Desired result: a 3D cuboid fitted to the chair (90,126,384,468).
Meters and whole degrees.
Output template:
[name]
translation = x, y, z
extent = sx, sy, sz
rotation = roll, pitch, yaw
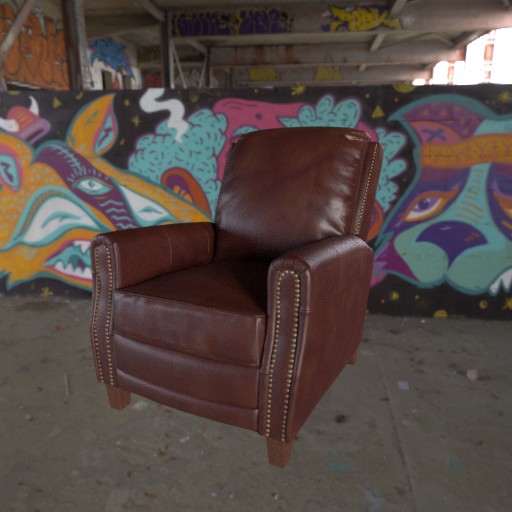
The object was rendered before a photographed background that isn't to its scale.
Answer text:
[chair]
translation = 0.000, 0.000, 1.767
extent = 0.826, 1.022, 1.089
rotation = 7, 15, 27
